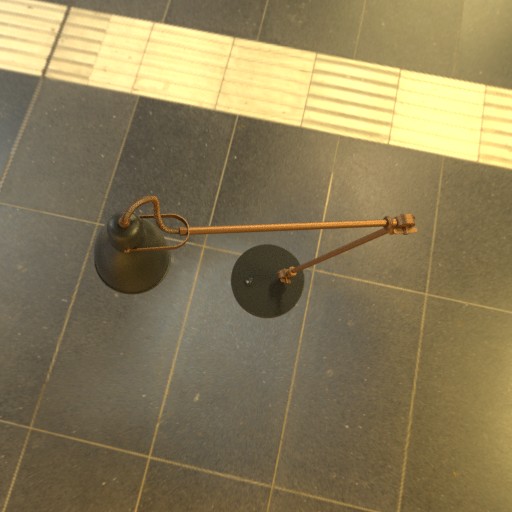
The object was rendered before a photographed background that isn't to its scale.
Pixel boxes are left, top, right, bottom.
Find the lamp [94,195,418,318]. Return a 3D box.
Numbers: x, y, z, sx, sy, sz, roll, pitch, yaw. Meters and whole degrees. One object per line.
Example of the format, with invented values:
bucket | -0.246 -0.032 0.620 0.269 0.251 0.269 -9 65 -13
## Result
lamp | 0.000 0.000 0.870 0.561 0.587 0.187 -7 76 -2
